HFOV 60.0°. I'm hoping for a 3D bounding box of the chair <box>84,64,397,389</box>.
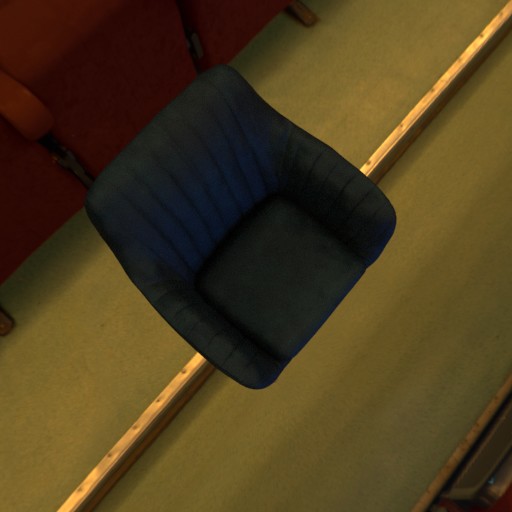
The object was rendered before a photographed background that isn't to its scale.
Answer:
[{"bbox_3d":[0.000,0.000,1.245,0.573,0.826,0.578,40,79,9],"label":"chair"}]
